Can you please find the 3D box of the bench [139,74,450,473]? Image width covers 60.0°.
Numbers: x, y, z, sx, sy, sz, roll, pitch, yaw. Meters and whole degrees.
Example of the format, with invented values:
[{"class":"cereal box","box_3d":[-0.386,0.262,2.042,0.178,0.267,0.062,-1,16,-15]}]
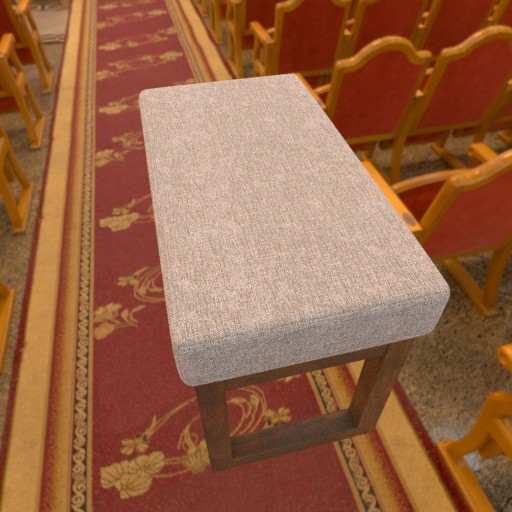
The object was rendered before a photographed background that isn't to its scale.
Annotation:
[{"class":"bench","box_3d":[0.000,0.000,0.925,0.366,0.467,0.681,-10,47,-10]}]
